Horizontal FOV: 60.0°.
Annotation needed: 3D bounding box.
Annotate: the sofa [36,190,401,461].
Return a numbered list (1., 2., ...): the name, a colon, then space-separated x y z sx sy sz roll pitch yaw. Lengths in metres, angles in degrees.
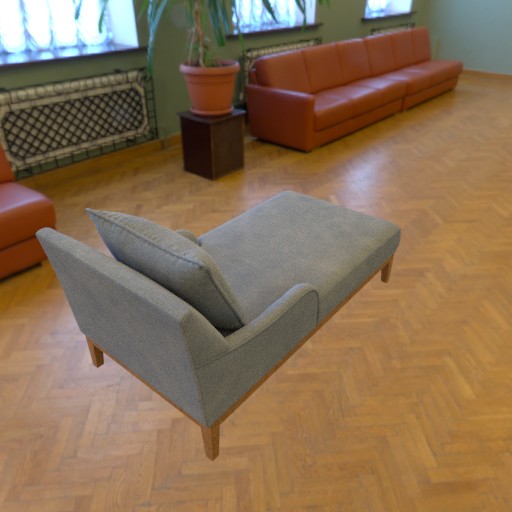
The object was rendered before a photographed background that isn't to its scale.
1. sofa: 0.000 0.000 2.350 0.904 0.883 1.779 24 39 32
